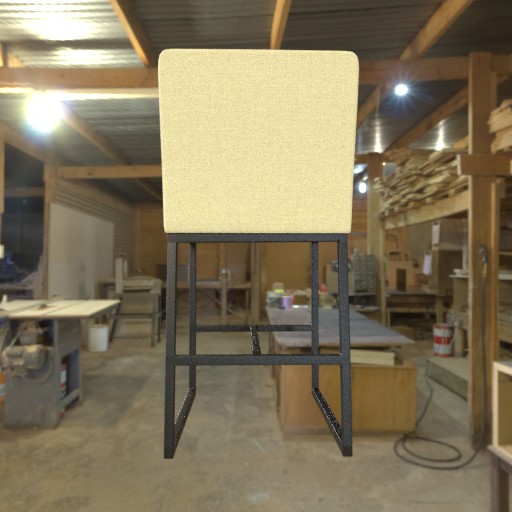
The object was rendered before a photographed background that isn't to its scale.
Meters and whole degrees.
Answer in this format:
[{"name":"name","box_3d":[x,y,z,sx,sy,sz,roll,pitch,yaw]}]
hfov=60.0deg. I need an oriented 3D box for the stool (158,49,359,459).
[{"name":"stool","box_3d":[0.000,0.000,1.262,0.460,0.940,0.560,0,-1,-2]}]
